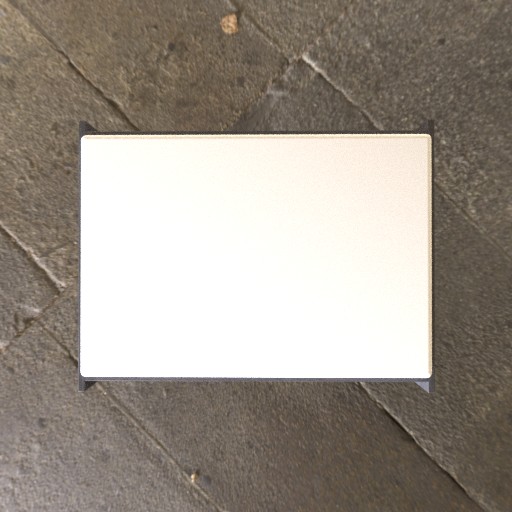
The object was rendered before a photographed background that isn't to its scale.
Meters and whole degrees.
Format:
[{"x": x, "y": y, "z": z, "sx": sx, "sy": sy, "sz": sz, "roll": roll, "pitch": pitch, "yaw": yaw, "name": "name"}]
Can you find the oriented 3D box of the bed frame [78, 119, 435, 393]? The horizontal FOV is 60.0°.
[{"x": 0.000, "y": 0.000, "z": 2.571, "sx": 1.950, "sy": 0.432, "sz": 1.490, "roll": 0, "pitch": 90, "yaw": 1, "name": "bed frame"}]
